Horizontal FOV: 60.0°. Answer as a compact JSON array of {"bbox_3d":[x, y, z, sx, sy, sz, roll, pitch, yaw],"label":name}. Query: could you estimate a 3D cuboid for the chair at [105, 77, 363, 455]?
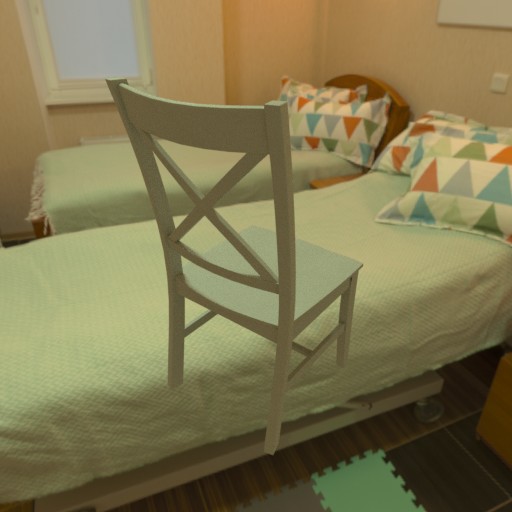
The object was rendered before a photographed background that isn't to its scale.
[{"bbox_3d":[0.000,0.000,1.291,0.485,0.983,0.542,21,36,32],"label":"chair"}]
